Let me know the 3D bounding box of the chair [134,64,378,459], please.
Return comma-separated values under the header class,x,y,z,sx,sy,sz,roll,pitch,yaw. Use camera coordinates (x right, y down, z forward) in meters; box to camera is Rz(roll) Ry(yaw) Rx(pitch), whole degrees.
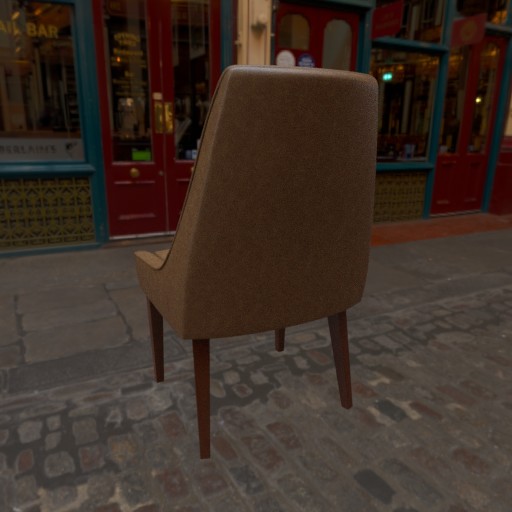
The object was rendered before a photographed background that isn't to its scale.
class,x,y,z,sx,sy,sz,roll,pitch,yaw
chair,0.000,0.000,1.171,0.529,0.861,0.544,-8,17,-27
